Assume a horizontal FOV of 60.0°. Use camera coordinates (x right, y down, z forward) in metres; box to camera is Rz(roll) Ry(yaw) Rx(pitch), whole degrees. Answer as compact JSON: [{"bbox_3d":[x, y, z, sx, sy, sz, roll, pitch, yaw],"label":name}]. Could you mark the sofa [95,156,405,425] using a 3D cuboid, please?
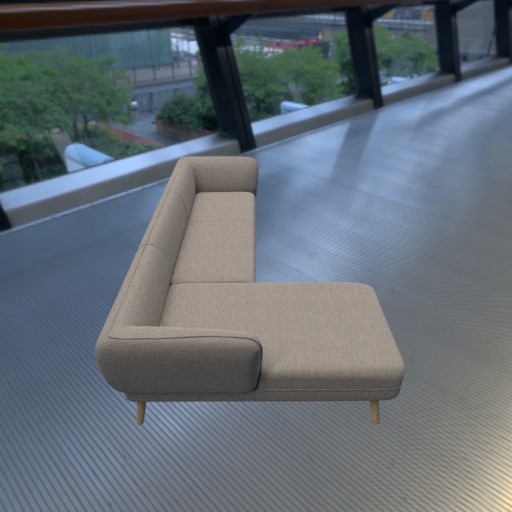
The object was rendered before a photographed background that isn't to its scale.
[{"bbox_3d":[0.000,0.000,3.306,1.532,0.693,2.653,0,31,0],"label":"sofa"}]
